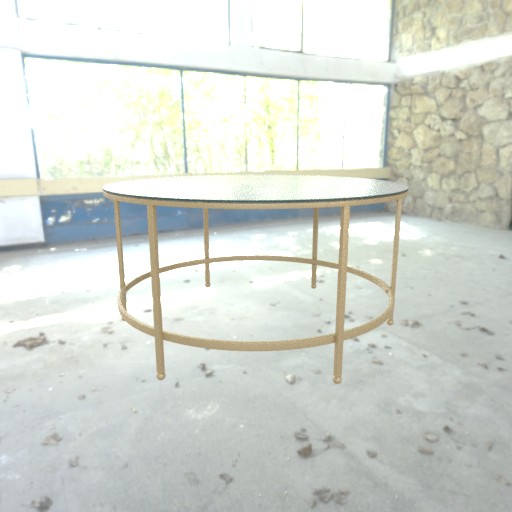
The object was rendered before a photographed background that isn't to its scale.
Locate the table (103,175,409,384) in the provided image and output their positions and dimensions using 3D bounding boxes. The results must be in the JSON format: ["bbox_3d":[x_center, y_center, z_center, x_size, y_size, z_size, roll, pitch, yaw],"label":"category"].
[{"bbox_3d":[0.000,0.000,1.449,0.914,0.470,0.914,0,14,0],"label":"table"}]
